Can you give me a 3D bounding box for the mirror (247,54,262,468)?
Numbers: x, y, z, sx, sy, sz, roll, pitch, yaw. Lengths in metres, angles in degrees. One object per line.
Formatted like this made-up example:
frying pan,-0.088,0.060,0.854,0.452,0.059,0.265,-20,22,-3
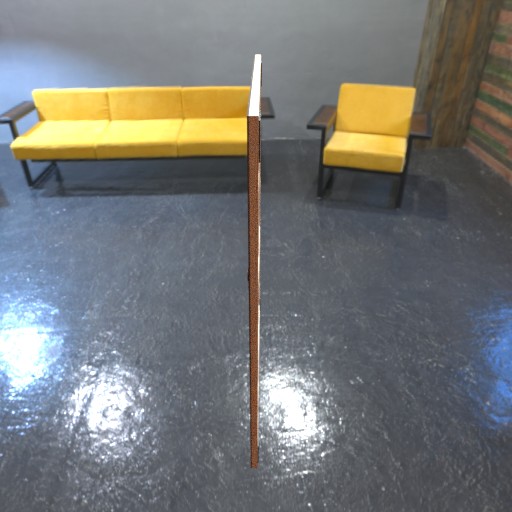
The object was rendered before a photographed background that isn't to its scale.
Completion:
mirror,0.000,0.000,1.305,0.025,0.996,0.705,0,32,1
